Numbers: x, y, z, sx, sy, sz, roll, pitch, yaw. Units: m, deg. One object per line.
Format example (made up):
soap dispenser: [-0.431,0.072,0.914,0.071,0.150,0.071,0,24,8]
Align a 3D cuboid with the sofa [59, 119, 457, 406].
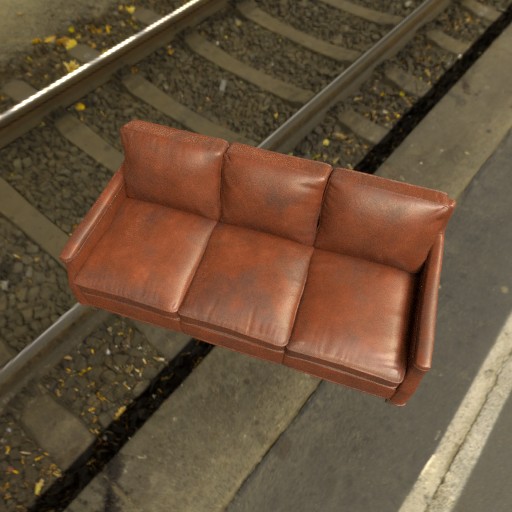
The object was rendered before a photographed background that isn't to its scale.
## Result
sofa: [0.000,0.000,2.830,2.240,1.003,1.084,16,59,10]
